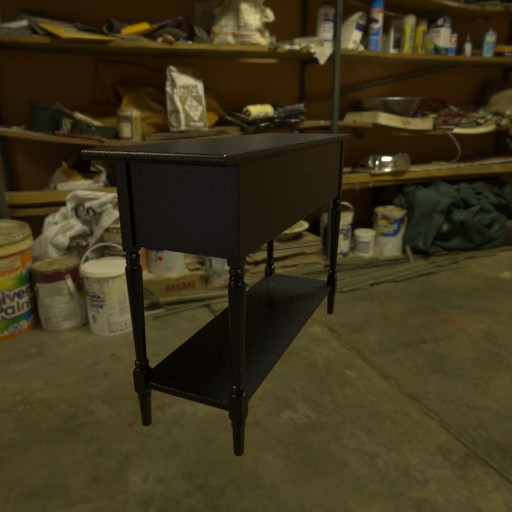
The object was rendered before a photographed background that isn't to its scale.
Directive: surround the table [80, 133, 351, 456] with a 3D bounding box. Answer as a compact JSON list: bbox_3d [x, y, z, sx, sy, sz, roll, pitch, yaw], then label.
[{"bbox_3d":[0.000,0.000,1.610,0.386,0.819,1.191,7,19,22],"label":"table"}]
